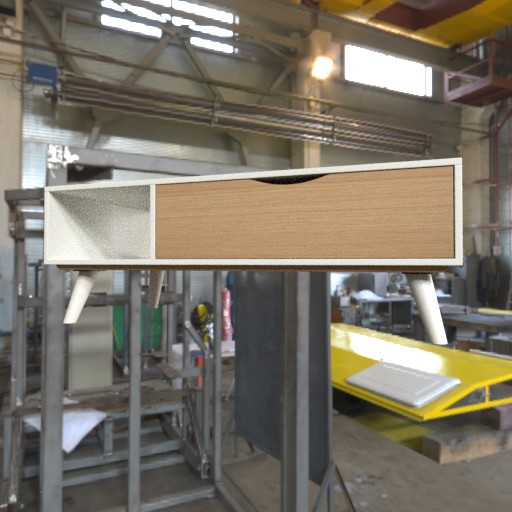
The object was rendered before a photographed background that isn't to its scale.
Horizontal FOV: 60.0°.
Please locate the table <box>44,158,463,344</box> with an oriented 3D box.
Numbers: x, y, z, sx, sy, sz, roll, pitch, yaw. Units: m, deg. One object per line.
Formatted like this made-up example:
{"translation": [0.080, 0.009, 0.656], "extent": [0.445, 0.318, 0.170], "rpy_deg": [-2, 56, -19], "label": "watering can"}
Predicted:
{"translation": [0.000, 0.000, 1.481], "extent": [1.194, 0.432, 0.609], "rpy_deg": [0, -1, 19], "label": "table"}
